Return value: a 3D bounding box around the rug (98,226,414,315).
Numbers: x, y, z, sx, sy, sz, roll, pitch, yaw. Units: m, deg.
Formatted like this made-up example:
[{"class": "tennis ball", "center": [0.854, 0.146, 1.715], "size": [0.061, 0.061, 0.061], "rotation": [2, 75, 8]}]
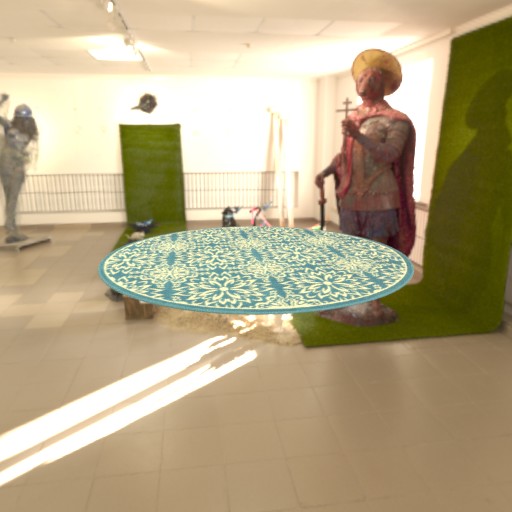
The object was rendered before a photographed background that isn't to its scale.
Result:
[{"class": "rug", "center": [0.000, 0.000, 2.361], "size": [1.593, 0.012, 1.593], "rotation": [0, 15, 0]}]
